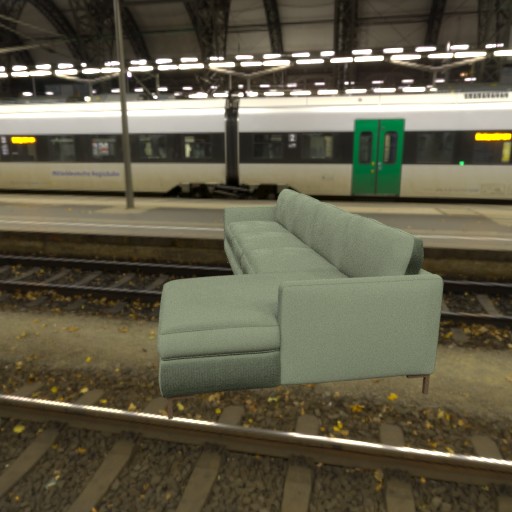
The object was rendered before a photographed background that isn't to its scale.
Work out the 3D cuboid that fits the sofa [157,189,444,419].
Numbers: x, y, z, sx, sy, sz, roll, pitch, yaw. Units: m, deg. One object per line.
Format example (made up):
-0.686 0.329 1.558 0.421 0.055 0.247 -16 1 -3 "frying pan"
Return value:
0.000 0.000 3.164 1.255 0.756 2.725 -2 13 -9 "sofa"
